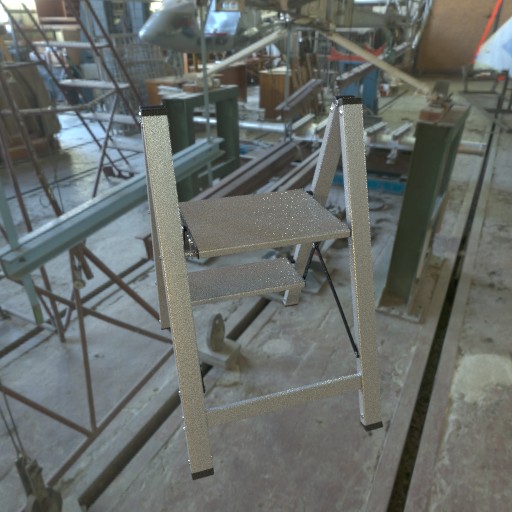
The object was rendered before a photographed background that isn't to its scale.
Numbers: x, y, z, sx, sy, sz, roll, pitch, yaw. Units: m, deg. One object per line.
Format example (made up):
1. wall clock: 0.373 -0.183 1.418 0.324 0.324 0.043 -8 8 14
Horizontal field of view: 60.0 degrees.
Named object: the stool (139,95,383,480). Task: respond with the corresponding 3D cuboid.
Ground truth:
1. stool: 0.000 0.000 1.005 0.440 0.670 0.535 -9 29 -15
